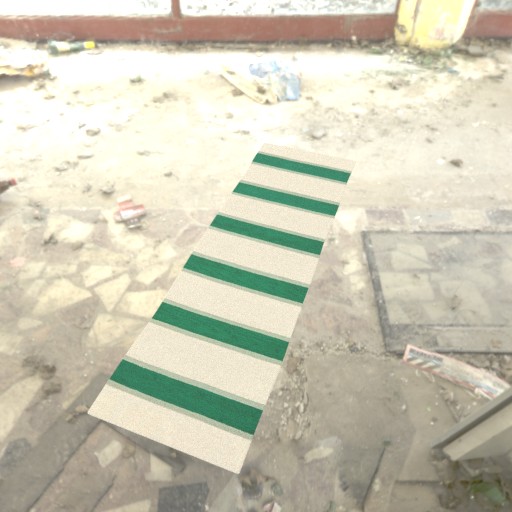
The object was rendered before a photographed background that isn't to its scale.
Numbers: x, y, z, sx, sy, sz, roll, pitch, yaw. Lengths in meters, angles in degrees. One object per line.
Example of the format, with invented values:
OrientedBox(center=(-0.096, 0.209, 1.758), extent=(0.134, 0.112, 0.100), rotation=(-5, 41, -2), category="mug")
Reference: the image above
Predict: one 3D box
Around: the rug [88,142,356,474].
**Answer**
OrientedBox(center=(0.000, 0.000, 2.756), extent=(0.768, 0.012, 2.438), rotation=(15, 48, 14), category="rug")
